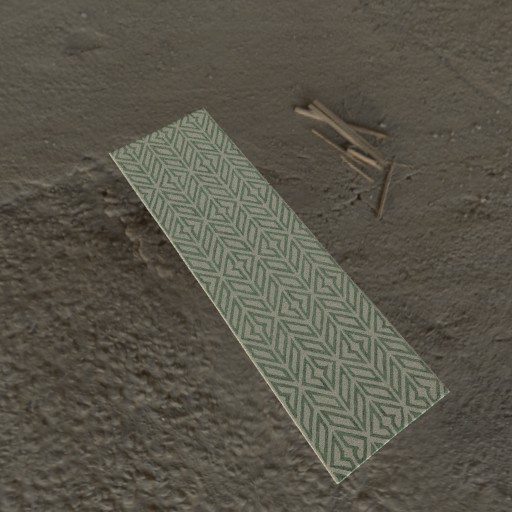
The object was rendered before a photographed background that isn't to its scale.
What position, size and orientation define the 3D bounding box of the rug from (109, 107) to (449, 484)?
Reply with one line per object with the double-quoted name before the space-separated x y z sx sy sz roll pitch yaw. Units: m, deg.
"rug" 0.000 0.000 2.652 0.750 0.009 2.435 -32 67 -15
